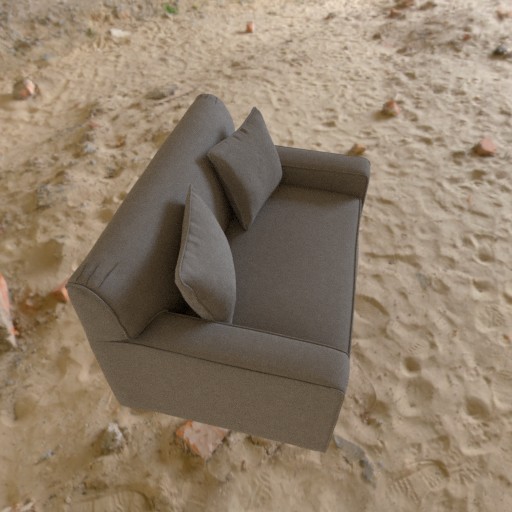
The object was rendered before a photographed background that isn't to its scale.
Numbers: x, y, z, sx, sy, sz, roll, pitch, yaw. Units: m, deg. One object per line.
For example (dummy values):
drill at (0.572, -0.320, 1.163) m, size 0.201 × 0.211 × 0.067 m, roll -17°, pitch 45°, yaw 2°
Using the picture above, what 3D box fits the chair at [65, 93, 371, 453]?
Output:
chair at (0.000, 0.000, 2.094) m, size 0.992 × 0.953 × 1.395 m, roll 10°, pitch 47°, yaw 9°
